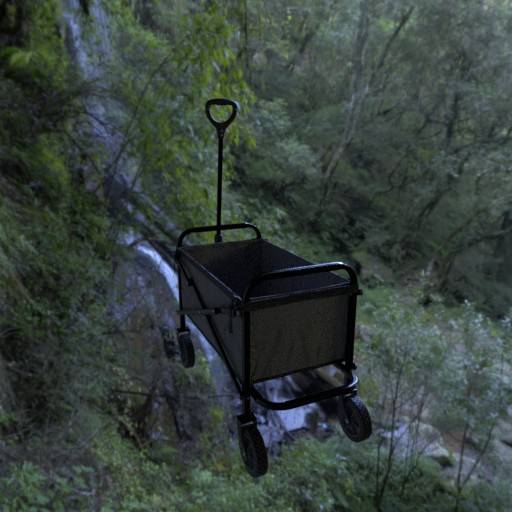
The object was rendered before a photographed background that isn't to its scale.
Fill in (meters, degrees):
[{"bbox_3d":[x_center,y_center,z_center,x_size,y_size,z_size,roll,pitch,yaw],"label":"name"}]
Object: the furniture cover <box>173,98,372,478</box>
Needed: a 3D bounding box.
[{"bbox_3d":[0.000,0.000,1.849,0.532,1.295,1.038,-7,17,-24],"label":"furniture cover"}]
